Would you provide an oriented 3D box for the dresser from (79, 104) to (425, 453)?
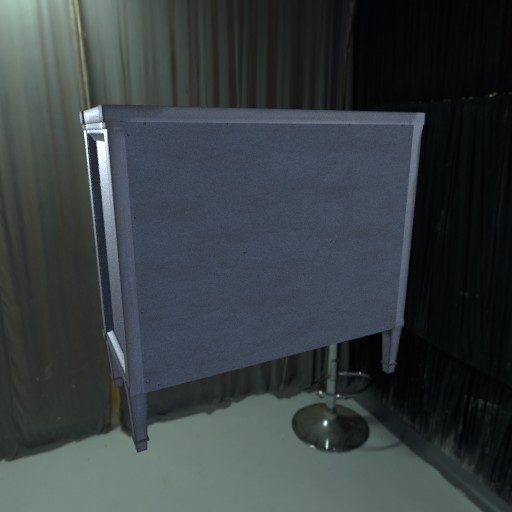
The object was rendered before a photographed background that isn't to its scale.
[{"bbox_3d":[0.000,0.000,1.598,1.049,0.986,0.463,-8,17,-26],"label":"dresser"}]
